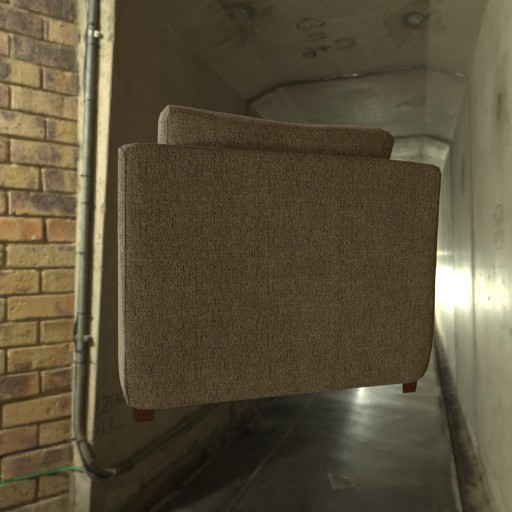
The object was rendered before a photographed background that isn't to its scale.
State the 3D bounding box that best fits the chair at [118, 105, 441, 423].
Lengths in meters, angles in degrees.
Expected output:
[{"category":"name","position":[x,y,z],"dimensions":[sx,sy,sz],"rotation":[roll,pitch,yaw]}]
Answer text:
[{"category":"chair","position":[0.000,0.000,1.913],"dimensions":[1.138,1.037,1.009],"rotation":[0,0,-17]}]
